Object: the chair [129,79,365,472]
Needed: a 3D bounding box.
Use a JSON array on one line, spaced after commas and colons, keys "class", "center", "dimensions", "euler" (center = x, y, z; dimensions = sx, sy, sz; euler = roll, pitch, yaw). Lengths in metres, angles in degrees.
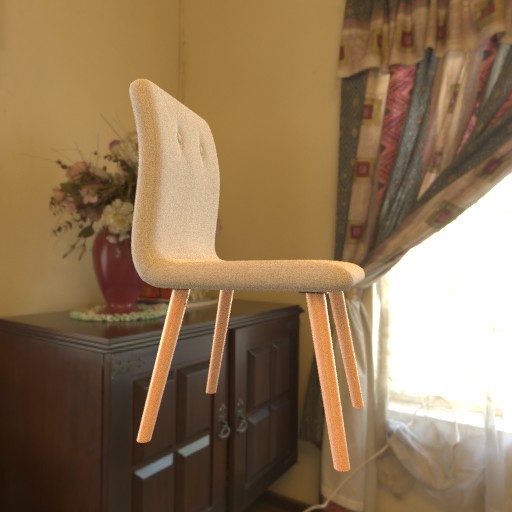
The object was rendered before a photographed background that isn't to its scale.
[{"class": "chair", "center": [0.000, 0.000, 1.192], "dimensions": [0.550, 0.885, 0.435], "euler": [0, 0, 18]}]
